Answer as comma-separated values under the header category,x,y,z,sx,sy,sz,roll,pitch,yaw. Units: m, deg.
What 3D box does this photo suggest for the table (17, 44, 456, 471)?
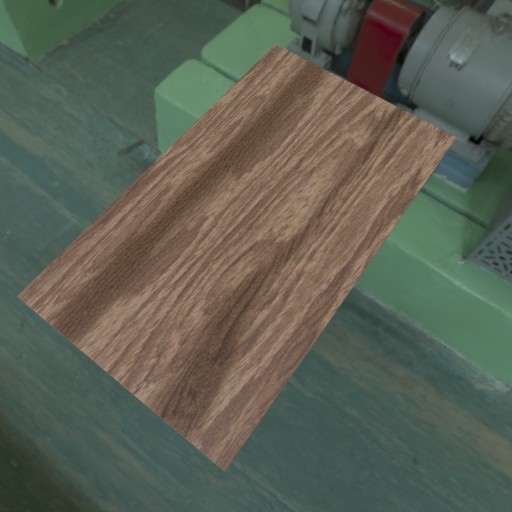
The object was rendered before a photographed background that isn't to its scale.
category,x,y,z,sx,sy,sz,roll,pitch,yaw
table,0.000,0.000,1.796,0.801,0.724,1.349,34,69,15
